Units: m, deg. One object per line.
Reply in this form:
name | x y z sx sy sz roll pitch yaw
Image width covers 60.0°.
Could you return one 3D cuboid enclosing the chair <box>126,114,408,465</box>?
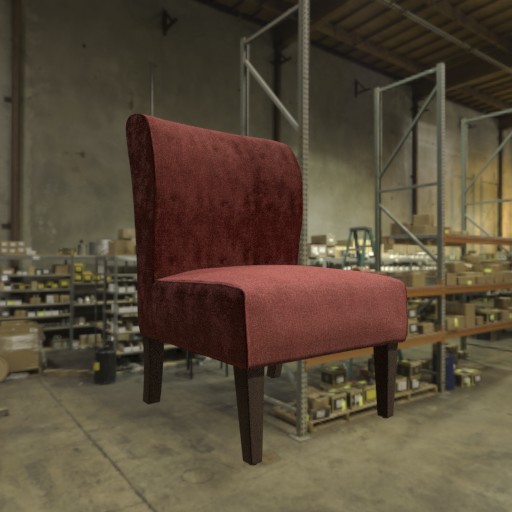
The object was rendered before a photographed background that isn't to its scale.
chair | 0.000 0.000 1.244 0.538 0.846 0.640 0 0 -37
